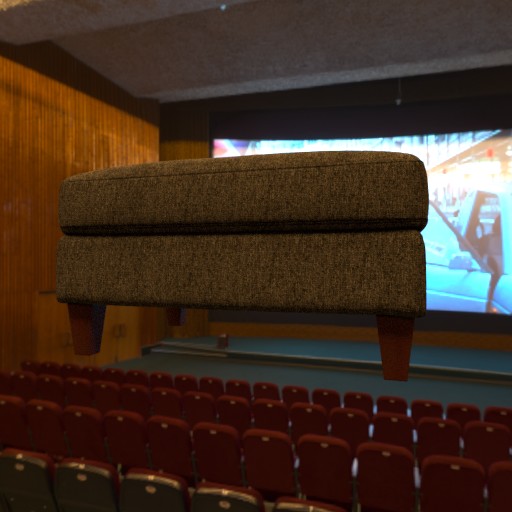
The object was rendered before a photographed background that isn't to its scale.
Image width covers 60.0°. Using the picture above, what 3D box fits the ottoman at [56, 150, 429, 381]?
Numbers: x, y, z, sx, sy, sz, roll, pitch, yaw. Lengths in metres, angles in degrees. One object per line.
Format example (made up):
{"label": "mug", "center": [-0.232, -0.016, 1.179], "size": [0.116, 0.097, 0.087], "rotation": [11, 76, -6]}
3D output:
{"label": "ottoman", "center": [0.000, 0.000, 1.209], "size": [0.864, 0.483, 0.584], "rotation": [0, 0, 17]}
